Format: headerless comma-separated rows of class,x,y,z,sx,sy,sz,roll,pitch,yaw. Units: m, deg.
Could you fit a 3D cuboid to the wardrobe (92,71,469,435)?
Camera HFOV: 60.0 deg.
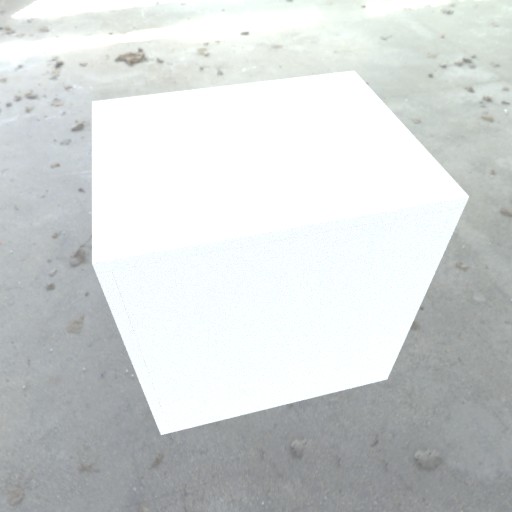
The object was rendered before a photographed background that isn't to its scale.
wardrobe,0.000,0.000,0.885,0.500,0.520,0.400,-10,48,-10
